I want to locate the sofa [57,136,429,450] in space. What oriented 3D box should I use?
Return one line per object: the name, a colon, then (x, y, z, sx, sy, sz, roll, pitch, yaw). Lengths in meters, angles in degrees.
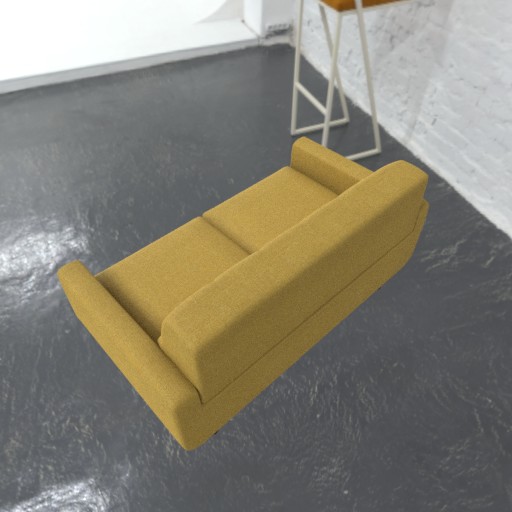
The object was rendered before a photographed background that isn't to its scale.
sofa: (0.000, 0.000, 2.230, 1.631, 0.841, 0.909, -34, 55, -28)
